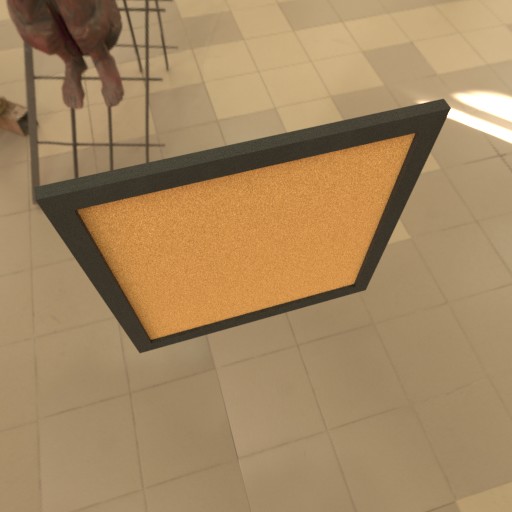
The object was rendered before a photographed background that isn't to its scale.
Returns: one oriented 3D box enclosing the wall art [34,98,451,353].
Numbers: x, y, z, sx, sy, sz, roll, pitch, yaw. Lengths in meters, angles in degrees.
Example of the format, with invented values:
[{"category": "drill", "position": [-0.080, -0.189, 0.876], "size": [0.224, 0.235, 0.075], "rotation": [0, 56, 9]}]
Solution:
[{"category": "wall art", "position": [0.000, 0.000, 1.485], "size": [1.016, 1.016, 0.038], "rotation": [-14, 60, -9]}]
